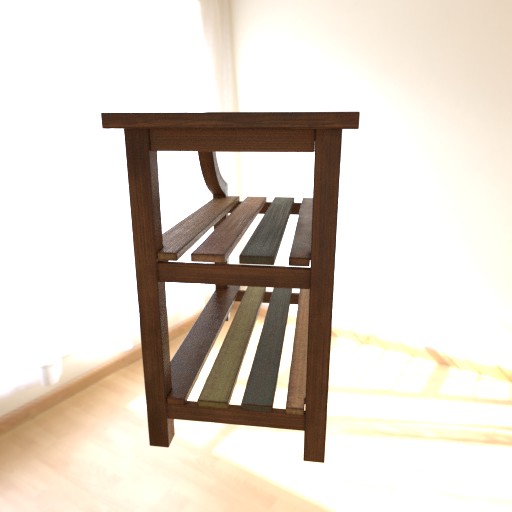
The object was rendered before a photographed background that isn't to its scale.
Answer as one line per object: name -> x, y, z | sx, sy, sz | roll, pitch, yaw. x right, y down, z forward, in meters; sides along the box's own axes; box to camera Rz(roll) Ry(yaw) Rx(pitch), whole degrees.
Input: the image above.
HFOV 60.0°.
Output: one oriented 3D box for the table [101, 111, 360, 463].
table -> 0.000, 0.000, 0.969 | 0.356, 0.584, 0.609 | 2, 17, 8
